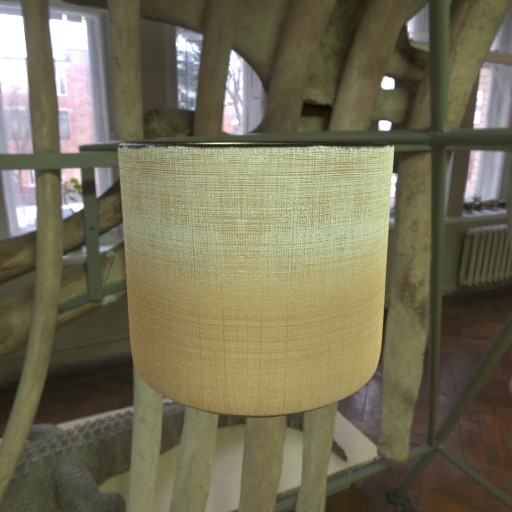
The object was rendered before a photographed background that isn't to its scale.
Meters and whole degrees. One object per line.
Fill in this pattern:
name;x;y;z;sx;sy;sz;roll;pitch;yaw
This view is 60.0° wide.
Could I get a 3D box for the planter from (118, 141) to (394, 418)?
planter;0.000;0.000;0.444;0.254;0.221;0.254;0;15;0
